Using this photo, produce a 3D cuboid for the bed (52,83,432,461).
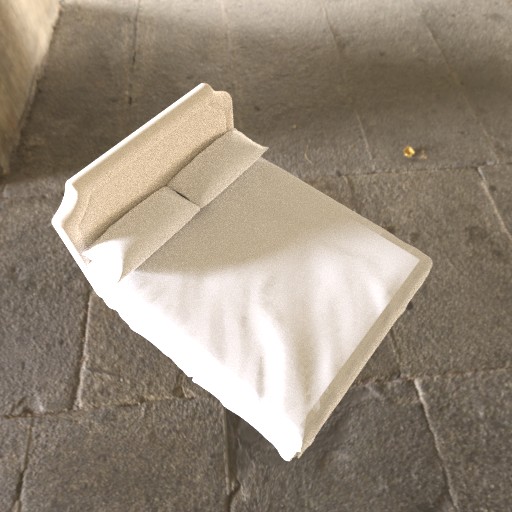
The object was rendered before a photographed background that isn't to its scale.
[{"bbox_3d":[0.000,0.000,3.924,2.548,1.524,2.134,35,64,20],"label":"bed"}]
